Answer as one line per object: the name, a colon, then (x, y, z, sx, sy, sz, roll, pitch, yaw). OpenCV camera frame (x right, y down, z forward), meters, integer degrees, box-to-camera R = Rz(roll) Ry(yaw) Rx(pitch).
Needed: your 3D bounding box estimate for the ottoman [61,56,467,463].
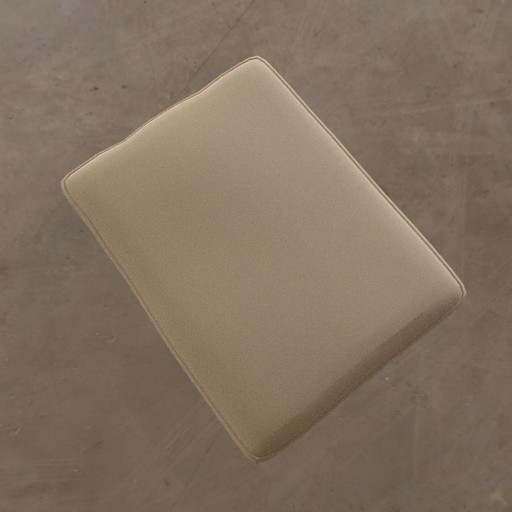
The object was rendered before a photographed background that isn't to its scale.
ottoman: (0.000, 0.000, 1.209, 0.634, 0.485, 0.818, -36, 78, -9)
